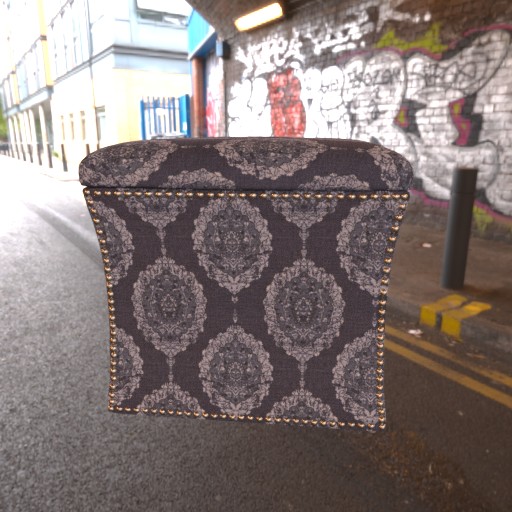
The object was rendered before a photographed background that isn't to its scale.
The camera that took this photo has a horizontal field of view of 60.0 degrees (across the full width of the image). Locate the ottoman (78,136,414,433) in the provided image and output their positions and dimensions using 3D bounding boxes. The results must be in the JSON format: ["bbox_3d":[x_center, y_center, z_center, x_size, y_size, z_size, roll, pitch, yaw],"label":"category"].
[{"bbox_3d":[0.000,0.000,0.910,0.507,0.475,0.497,2,15,6],"label":"ottoman"}]
